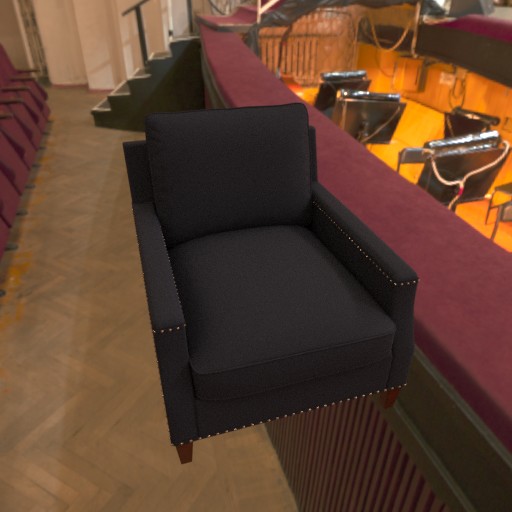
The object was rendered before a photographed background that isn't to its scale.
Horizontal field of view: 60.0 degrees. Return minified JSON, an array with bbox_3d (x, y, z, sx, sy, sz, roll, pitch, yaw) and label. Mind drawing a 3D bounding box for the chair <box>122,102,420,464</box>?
[{"bbox_3d":[0.000,0.000,1.694,0.853,0.943,1.014,-9,33,-14],"label":"chair"}]
